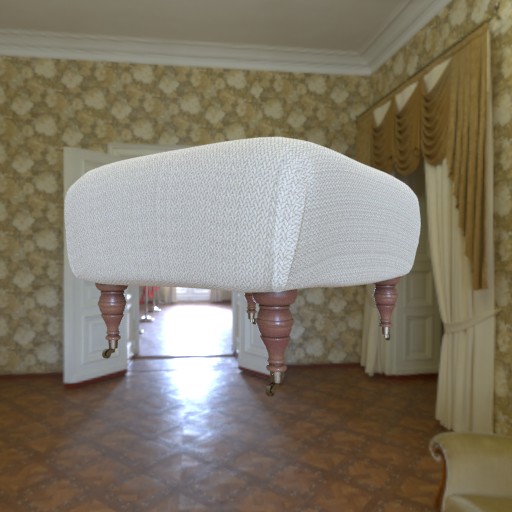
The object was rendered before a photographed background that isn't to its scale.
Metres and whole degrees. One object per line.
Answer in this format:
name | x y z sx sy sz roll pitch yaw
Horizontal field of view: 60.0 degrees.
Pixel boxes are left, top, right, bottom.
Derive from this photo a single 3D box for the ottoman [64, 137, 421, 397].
ottoman | 0.000 0.000 1.069 0.622 0.447 0.684 1 1 36
